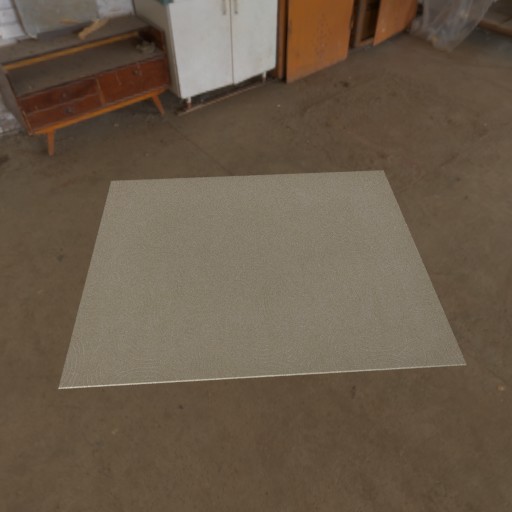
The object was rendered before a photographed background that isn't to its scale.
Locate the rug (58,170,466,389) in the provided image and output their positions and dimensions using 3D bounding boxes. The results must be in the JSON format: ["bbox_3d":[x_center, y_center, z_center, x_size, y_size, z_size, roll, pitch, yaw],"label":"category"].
[{"bbox_3d":[0.000,0.000,3.497,2.584,0.011,2.073,-3,47,-2],"label":"rug"}]
